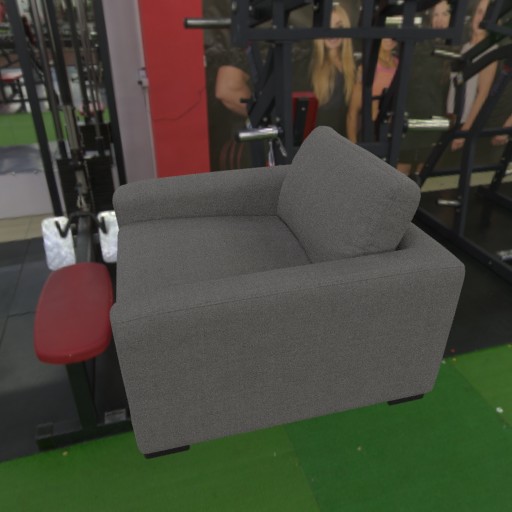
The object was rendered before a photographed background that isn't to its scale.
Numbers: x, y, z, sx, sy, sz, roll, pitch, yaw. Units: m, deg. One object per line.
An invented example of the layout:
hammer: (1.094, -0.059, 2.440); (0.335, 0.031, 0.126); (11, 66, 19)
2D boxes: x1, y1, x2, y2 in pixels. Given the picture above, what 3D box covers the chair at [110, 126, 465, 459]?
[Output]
chair: (0.000, 0.000, 1.795); (1.100, 0.847, 1.070); (-7, 31, -13)
